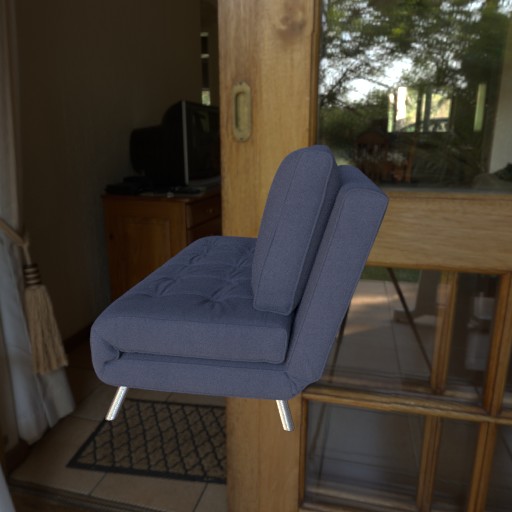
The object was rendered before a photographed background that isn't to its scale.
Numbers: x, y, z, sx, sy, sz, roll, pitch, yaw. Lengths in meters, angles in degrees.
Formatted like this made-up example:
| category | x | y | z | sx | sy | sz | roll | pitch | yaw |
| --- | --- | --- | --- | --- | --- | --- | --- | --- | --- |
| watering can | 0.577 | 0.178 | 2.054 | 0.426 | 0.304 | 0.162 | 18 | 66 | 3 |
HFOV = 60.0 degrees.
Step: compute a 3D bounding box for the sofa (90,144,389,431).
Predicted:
| category | x | y | z | sx | sy | sz | roll | pitch | yaw |
| --- | --- | --- | --- | --- | --- | --- | --- | --- | --- |
| sofa | 0.000 | 0.000 | 1.883 | 0.910 | 0.910 | 1.220 | 2 | 15 | 9 |
